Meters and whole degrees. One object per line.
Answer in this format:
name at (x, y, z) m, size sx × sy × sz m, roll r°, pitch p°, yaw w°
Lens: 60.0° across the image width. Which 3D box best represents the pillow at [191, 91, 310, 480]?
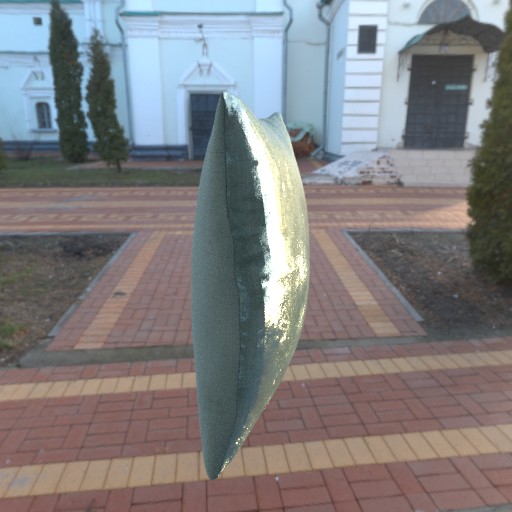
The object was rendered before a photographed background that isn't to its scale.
pillow at (0.000, 0.000, 0.712) m, size 0.175 × 0.464 × 0.470 m, roll 3°, pitch 16°, yaw 10°
